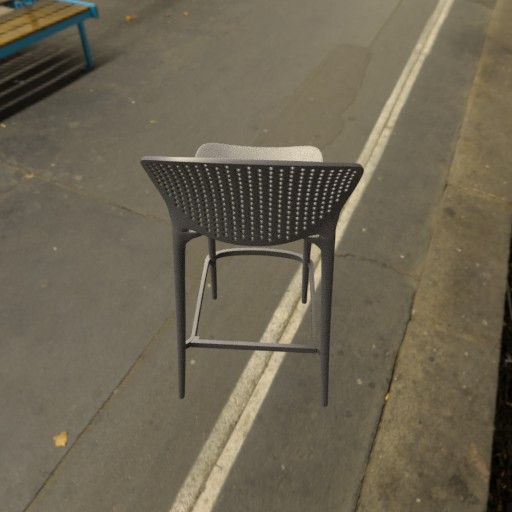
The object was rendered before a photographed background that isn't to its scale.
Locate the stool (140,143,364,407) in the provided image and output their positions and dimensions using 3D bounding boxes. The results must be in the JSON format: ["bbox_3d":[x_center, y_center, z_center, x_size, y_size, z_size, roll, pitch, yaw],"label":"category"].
[{"bbox_3d":[0.000,0.000,1.358,0.536,1.045,0.535,2,46,2],"label":"stool"}]
